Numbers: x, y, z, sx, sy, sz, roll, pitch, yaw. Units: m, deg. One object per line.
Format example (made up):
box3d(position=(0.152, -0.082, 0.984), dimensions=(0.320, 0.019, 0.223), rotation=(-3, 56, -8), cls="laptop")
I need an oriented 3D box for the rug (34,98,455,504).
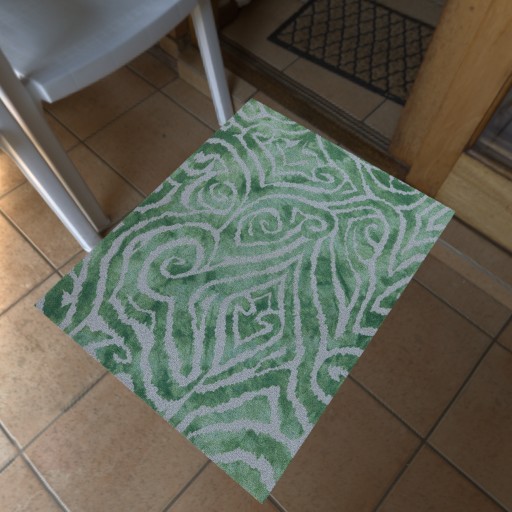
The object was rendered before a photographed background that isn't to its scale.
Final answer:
box3d(position=(0.000, 0.000, 3.986), dimensions=(2.436, 0.007, 3.045), rotation=(34, 68, 16), cls="rug")
